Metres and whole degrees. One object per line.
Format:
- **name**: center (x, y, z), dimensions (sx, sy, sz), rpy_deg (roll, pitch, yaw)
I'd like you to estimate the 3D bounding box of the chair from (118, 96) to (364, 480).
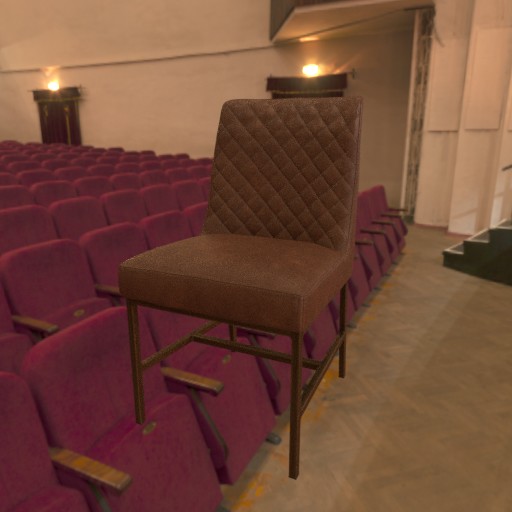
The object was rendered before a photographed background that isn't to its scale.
- **chair**: center (0.000, 0.000, 1.251), dimensions (0.508, 0.889, 0.587), rpy_deg (7, 16, 26)
